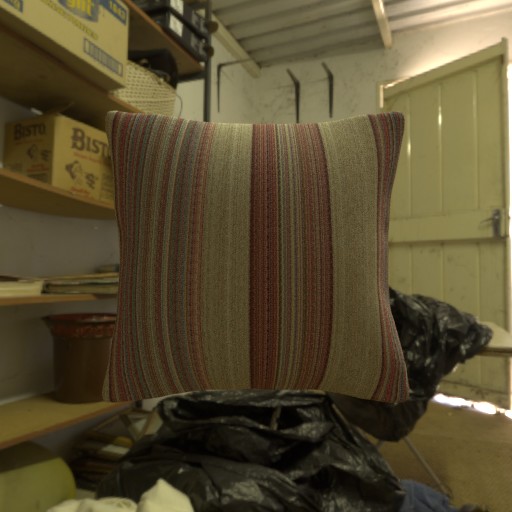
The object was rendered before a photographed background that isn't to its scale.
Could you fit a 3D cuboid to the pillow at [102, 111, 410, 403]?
[{"bbox_3d":[0.000,0.000,0.633,0.437,0.419,0.136,0,-2,-1],"label":"pillow"}]
